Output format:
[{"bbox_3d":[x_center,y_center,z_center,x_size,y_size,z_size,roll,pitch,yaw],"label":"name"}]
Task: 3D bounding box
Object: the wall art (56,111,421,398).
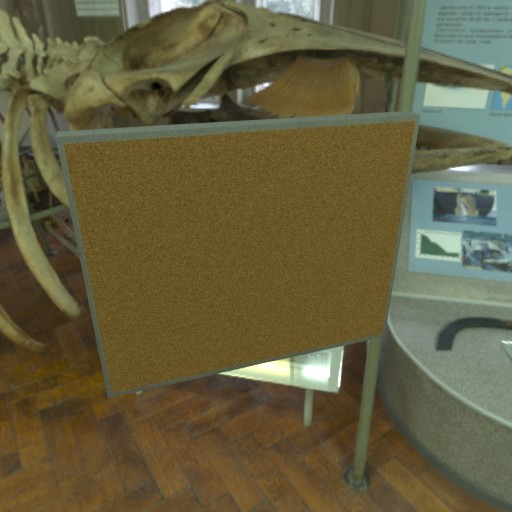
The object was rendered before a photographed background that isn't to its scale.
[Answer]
[{"bbox_3d":[0.000,0.000,0.767,0.557,0.450,0.037,-8,28,-16],"label":"wall art"}]
